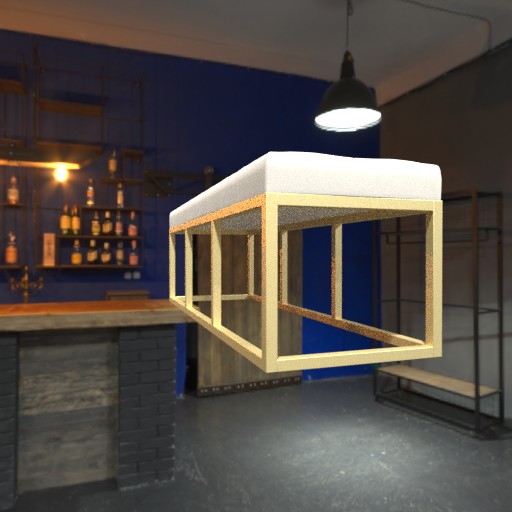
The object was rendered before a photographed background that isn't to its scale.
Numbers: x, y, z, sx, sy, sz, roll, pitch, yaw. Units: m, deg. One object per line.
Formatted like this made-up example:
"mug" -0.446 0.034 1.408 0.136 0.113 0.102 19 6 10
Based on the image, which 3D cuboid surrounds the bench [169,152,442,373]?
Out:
"bench" 0.000 0.000 1.699 0.457 0.484 1.473 0 0 -19
